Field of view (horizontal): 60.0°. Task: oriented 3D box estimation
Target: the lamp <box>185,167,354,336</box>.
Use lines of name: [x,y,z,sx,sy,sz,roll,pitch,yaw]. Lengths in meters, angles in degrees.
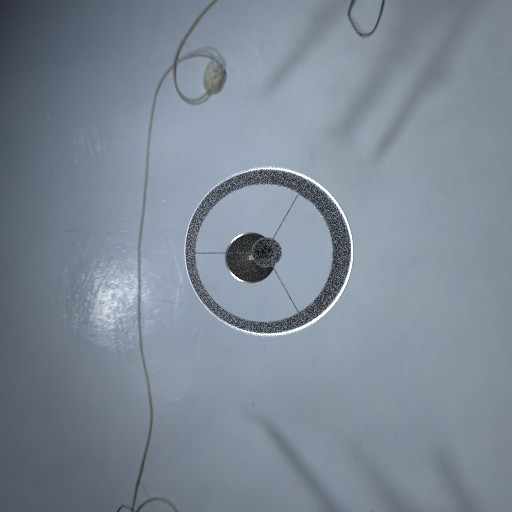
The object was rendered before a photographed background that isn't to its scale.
lamp: [0.000,0.000,1.628,0.347,1.443,0.347,0,89,-2]
